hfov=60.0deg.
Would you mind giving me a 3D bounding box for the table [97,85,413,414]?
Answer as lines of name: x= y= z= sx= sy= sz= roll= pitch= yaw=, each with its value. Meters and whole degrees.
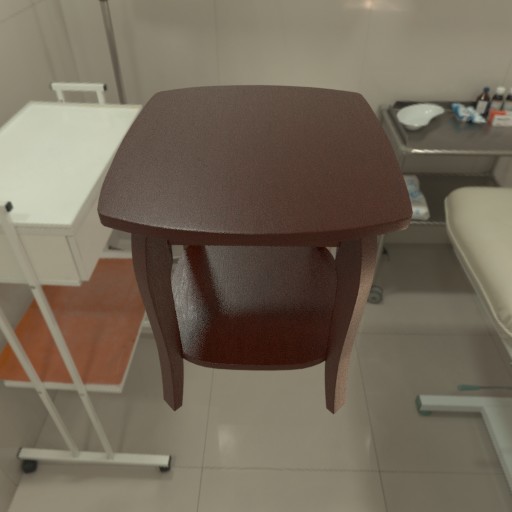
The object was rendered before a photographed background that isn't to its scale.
table: x=0.000 y=0.000 z=0.879 sx=0.433 sy=0.496 sz=0.502 roll=1 pitch=40 yaw=1
